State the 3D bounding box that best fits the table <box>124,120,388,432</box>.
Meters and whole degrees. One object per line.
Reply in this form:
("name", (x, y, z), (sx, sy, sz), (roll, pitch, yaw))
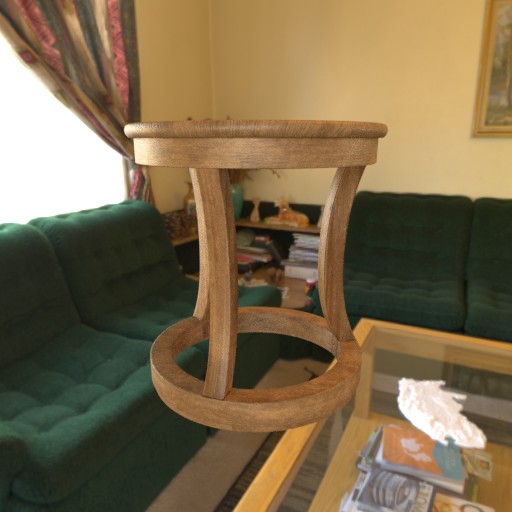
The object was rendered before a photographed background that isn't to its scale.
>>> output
("table", (0.000, 0.000, 0.812), (0.432, 0.460, 0.432), (0, 15, 0))
